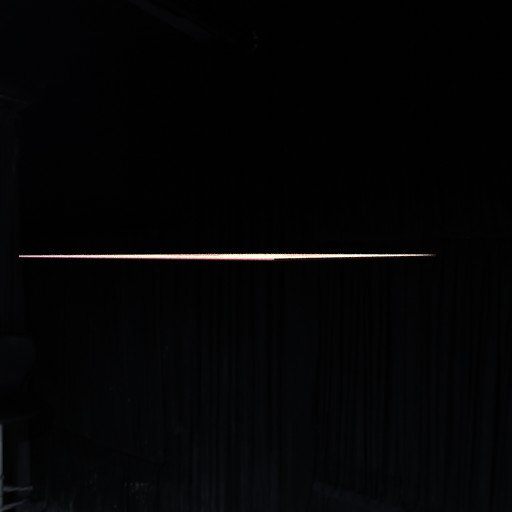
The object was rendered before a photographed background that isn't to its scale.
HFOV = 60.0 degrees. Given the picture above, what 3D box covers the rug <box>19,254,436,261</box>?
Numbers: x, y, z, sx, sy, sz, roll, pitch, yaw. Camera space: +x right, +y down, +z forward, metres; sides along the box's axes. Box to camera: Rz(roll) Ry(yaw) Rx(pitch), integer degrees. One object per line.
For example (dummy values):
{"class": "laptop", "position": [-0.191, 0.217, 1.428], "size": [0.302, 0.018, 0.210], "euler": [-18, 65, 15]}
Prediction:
{"class": "rug", "position": [0.000, 0.000, 4.022], "size": [2.387, 0.013, 3.053], "euler": [0, 1, 35]}
